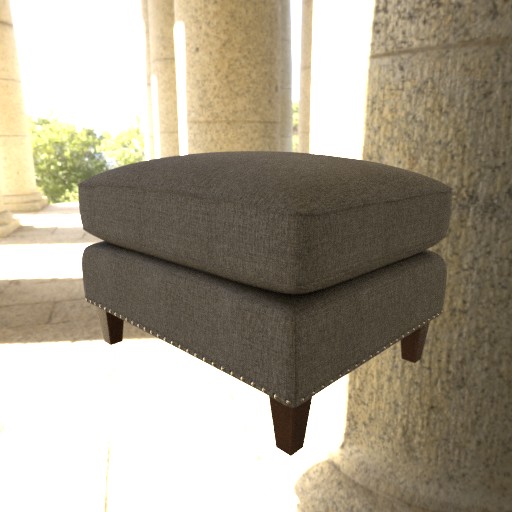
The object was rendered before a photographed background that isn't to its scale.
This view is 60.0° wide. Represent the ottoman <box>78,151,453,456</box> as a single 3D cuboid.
[{"bbox_3d":[0.000,0.000,1.113,0.741,0.513,0.584,13,19,43],"label":"ottoman"}]
